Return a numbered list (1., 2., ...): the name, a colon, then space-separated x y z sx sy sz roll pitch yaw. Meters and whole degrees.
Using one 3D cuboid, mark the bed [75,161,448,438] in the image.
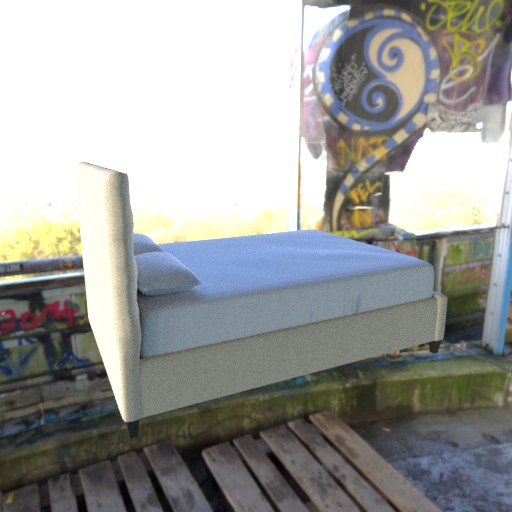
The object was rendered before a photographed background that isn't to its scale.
1. bed: 0.000 0.000 3.446 2.387 1.427 1.698 -7 15 -25
